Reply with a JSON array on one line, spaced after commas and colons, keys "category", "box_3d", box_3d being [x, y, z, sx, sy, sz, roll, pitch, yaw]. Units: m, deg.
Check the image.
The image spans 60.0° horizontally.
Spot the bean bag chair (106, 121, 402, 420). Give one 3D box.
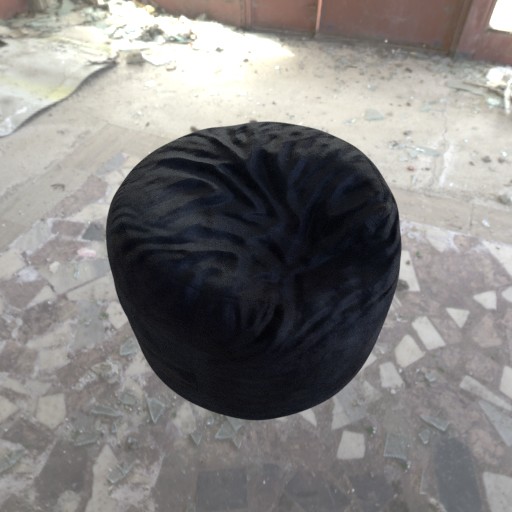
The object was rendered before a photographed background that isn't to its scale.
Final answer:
[{"category": "bean bag chair", "box_3d": [0.000, 0.000, 1.486, 0.918, 0.616, 0.918, 0, 47, 0]}]
